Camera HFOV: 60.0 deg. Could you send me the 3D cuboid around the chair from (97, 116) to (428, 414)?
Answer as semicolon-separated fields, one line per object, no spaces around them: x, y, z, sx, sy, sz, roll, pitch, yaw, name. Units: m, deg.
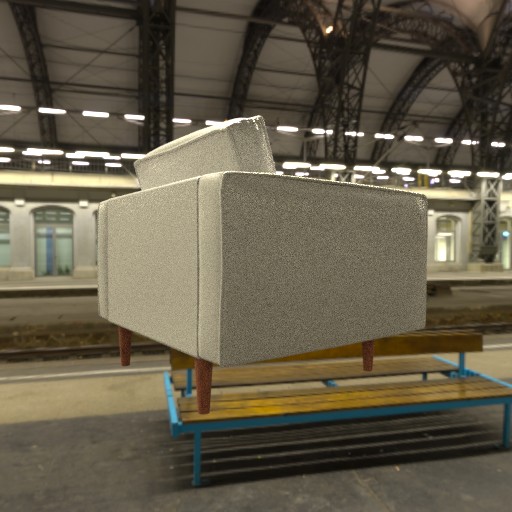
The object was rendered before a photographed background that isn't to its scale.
0.000;0.000;1.560;0.843;0.773;0.928;-1;2;-37;chair
